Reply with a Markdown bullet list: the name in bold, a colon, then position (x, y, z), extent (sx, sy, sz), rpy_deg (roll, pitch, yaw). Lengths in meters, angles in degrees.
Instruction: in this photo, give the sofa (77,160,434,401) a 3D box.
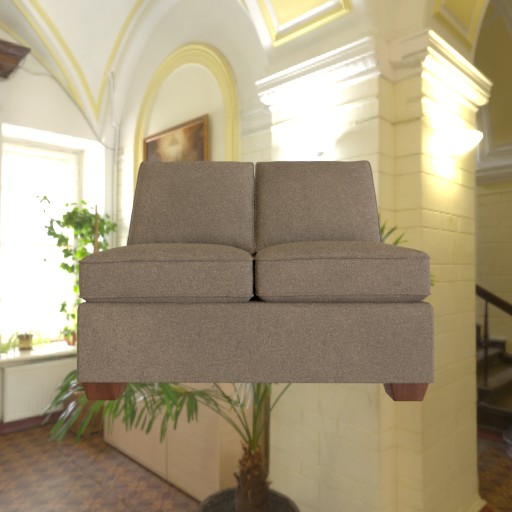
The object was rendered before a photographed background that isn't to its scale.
- **sofa**: position (0.000, 0.000, 1.956), extent (1.237, 1.008, 0.951), rpy_deg (0, -1, 1)
